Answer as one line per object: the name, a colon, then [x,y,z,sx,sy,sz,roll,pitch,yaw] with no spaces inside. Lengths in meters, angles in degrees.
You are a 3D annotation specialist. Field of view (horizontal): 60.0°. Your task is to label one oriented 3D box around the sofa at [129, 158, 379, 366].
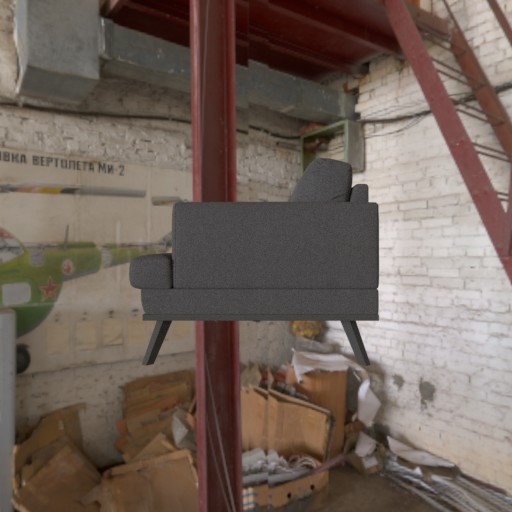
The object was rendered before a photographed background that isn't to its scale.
sofa: [0.000,0.000,2.746,0.920,0.810,2.310,0,0,0]
